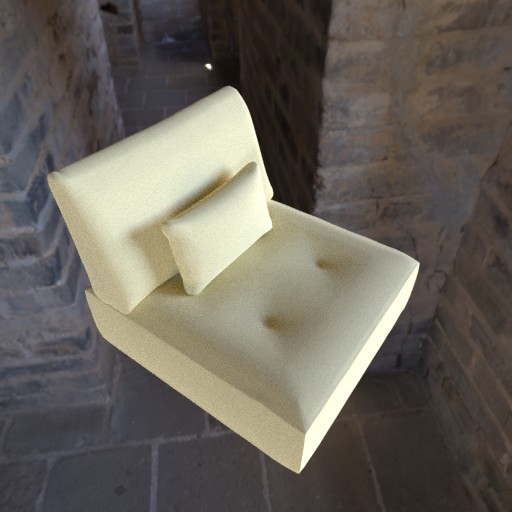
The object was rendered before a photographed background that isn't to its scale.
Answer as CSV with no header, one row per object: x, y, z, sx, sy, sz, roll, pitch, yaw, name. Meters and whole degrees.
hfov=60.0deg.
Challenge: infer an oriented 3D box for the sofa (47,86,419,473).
0.000,0.000,1.676,1.000,0.820,0.930,26,48,26,sofa
